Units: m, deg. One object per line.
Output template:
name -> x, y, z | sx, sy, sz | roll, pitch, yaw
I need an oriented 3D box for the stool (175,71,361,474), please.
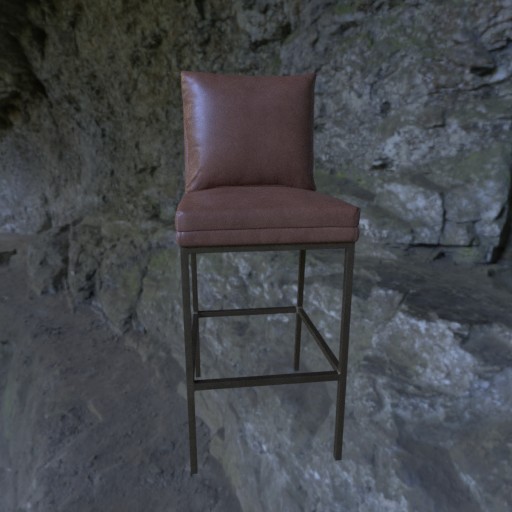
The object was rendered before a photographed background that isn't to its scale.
stool -> 0.000, 0.000, 1.395 | 0.463, 1.124, 0.571 | -2, 16, -7
